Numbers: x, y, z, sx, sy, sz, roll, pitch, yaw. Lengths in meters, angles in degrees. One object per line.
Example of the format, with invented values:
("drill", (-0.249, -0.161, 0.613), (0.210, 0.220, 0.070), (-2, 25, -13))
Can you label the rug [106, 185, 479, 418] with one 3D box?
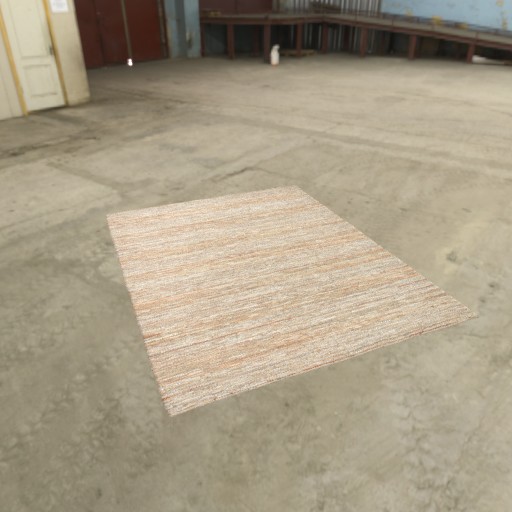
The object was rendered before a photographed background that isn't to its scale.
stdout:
("rug", (0.000, 0.000, 3.987), (2.313, 0.009, 2.939), (-12, 32, -20))
